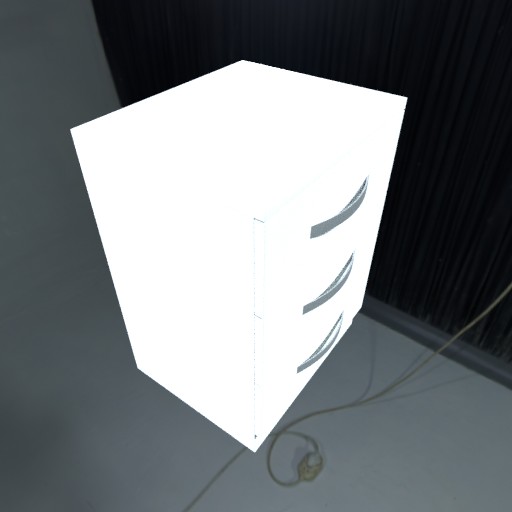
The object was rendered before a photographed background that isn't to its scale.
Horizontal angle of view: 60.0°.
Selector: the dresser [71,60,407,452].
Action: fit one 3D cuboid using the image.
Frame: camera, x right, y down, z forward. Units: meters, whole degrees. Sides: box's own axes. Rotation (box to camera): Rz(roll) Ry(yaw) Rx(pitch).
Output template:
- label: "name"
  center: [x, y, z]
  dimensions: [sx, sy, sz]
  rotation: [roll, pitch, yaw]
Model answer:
- label: "dresser"
  center: [0.000, 0.000, 0.849]
  dimensions: [0.360, 0.560, 0.400]
  rotation: [25, 46, 27]
